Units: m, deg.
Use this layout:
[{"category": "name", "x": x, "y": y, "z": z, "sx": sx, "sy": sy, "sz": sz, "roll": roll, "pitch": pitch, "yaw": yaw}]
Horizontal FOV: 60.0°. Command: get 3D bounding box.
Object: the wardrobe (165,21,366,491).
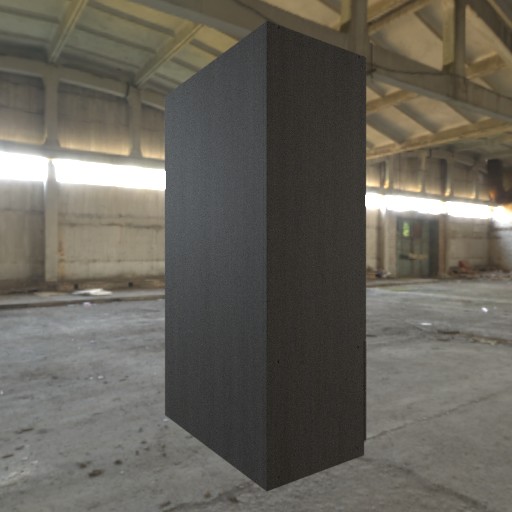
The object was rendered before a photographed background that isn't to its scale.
[{"category": "wardrobe", "x": 0.000, "y": 0.000, "z": 2.272, "sx": 0.577, "sy": 1.808, "sz": 0.991, "roll": 0, "pitch": 0, "yaw": -35}]
